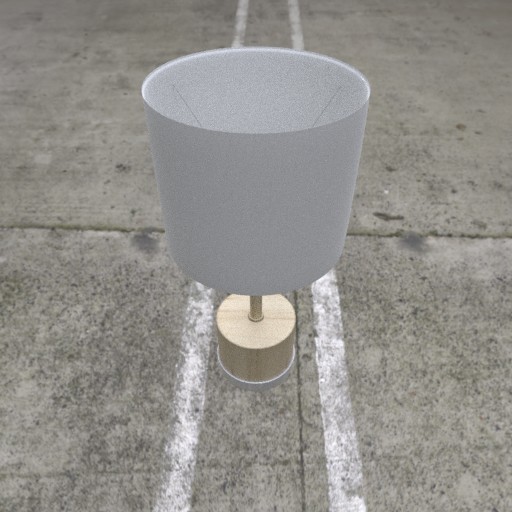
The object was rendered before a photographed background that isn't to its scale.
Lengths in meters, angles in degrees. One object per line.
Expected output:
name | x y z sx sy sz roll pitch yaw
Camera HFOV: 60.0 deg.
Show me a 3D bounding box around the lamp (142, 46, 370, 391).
lamp | 0.000 0.000 0.603 0.229 0.470 0.229 1 42 1
